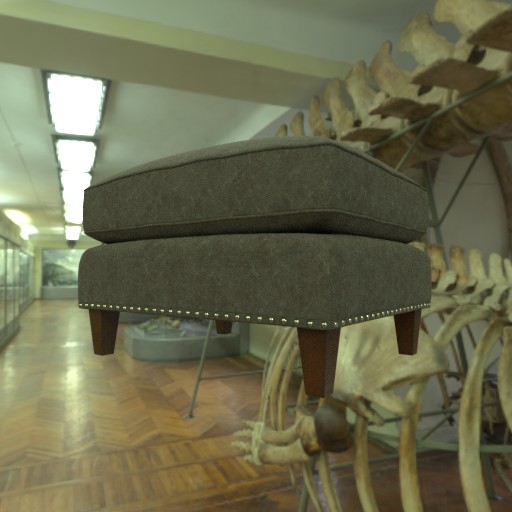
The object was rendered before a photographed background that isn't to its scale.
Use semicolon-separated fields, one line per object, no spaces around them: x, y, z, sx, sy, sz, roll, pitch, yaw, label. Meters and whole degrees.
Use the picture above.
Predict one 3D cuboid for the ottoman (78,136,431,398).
0.000;0.000;1.167;0.741;0.513;0.584;-1;-2;37;ottoman
